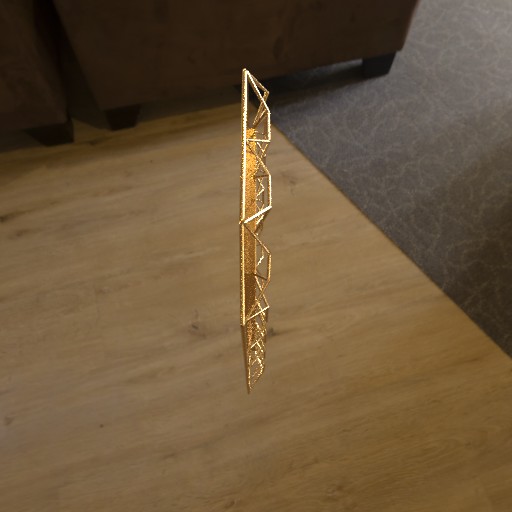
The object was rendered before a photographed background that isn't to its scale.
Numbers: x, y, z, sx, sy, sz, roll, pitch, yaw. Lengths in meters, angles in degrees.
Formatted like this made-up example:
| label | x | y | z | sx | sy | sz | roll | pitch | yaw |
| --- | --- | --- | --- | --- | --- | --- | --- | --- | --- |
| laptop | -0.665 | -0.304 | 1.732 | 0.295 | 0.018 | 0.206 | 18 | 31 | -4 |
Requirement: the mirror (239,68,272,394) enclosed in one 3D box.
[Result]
| label | x | y | z | sx | sy | sz | roll | pitch | yaw |
| --- | --- | --- | --- | --- | --- | --- | --- | --- | --- |
| mirror | 0.000 | 0.000 | 1.116 | 0.051 | 0.870 | 0.572 | 0 | 64 | 0 |
